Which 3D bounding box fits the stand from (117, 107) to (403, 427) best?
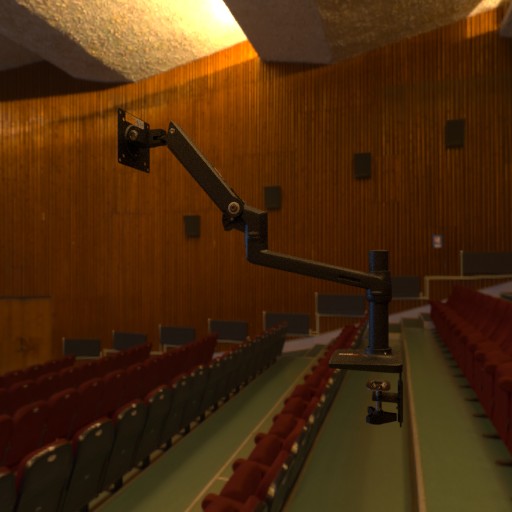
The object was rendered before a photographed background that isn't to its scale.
[{"bbox_3d":[0.000,0.000,1.033,0.650,0.713,0.152,0,0,17],"label":"stand"}]
